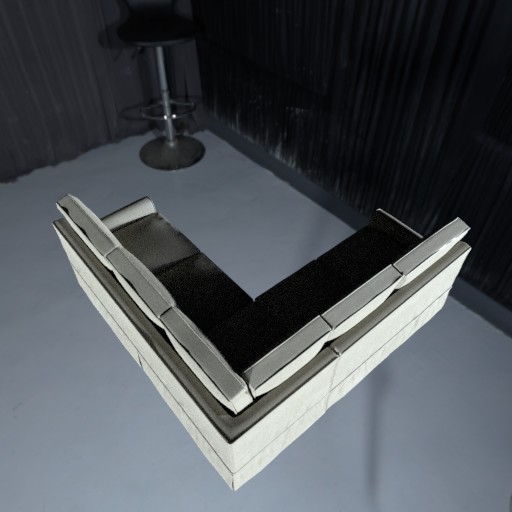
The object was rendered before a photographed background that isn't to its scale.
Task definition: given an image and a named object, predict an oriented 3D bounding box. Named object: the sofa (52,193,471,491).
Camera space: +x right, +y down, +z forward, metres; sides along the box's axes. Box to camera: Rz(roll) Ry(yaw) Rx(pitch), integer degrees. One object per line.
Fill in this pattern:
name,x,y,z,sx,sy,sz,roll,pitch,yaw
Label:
sofa,0.000,0.000,4.047,2.618,1.081,2.623,-31,53,-27
